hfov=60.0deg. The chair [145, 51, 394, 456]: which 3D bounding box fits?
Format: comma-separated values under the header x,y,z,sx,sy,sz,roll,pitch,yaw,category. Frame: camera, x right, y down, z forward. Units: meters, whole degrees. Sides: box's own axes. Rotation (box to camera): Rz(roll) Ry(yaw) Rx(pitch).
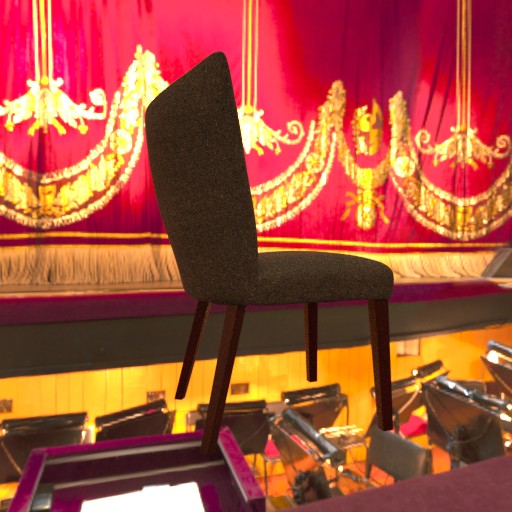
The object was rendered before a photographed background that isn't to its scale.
x,y,z,sx,sy,sz,roll,pitch,yaw,category
0.000,0.000,1.291,0.623,0.924,0.535,-1,2,-19,chair
